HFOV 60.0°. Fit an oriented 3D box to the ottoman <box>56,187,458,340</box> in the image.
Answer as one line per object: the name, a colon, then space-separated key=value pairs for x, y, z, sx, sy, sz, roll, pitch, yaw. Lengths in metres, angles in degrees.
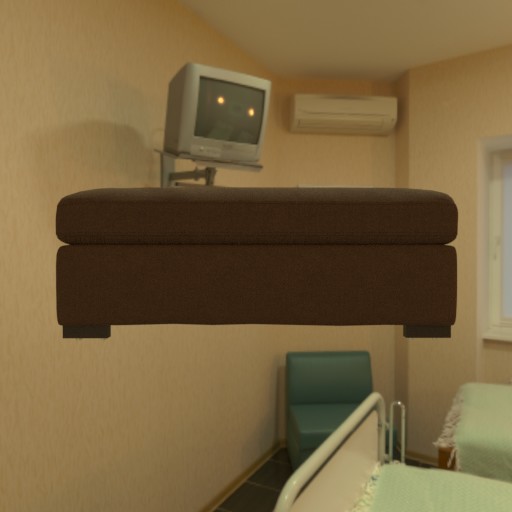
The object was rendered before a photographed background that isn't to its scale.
ottoman: x=0.000 y=0.000 z=1.841 sx=1.181 sy=0.470 sz=1.181 roll=0 pitch=1 yaw=0
